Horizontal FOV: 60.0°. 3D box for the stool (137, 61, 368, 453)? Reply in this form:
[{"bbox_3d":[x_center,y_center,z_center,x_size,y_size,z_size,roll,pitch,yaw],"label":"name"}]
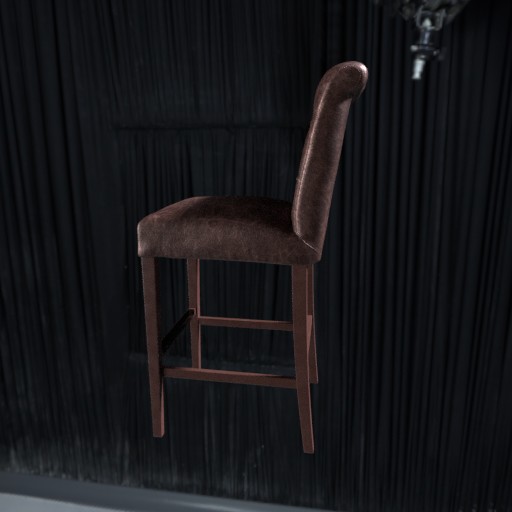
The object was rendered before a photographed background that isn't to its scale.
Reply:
[{"bbox_3d":[0.000,0.000,1.522,0.659,1.168,0.483,2,15,9],"label":"stool"}]
